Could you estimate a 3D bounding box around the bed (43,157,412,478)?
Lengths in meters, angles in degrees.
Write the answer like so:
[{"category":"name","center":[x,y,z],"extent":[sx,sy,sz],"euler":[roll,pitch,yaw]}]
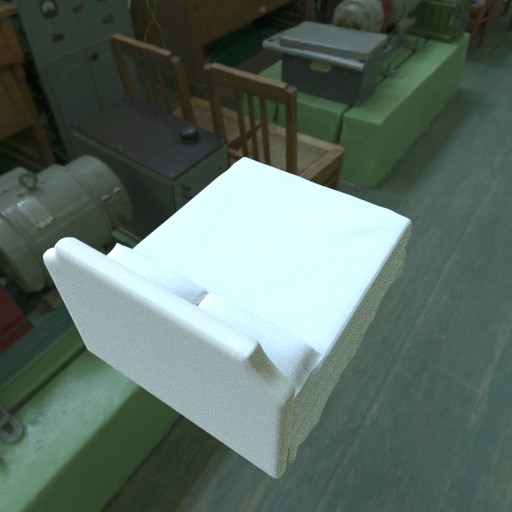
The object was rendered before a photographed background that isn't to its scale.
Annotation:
[{"category":"bed","center":[0.000,0.000,3.899],"extent":[2.134,1.524,2.548],"euler":[25,51,22]}]
